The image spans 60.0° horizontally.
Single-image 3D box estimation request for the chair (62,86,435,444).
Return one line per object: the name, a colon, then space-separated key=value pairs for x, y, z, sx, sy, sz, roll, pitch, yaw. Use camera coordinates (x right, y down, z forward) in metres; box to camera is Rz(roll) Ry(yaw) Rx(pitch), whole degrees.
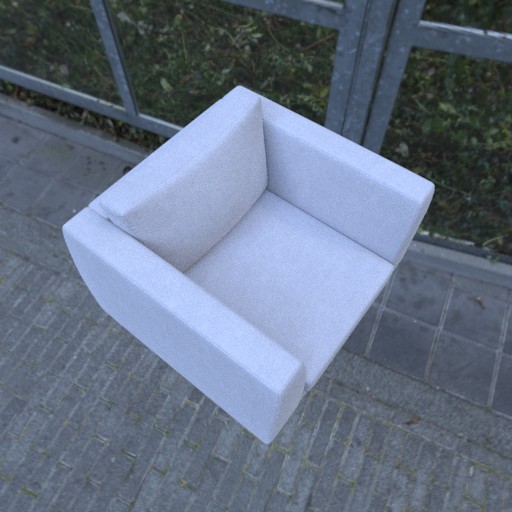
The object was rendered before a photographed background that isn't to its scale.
chair: x=0.000 y=0.000 z=1.760 sx=0.930 sy=0.860 sz=1.000 roll=33 pitch=64 yaw=19
